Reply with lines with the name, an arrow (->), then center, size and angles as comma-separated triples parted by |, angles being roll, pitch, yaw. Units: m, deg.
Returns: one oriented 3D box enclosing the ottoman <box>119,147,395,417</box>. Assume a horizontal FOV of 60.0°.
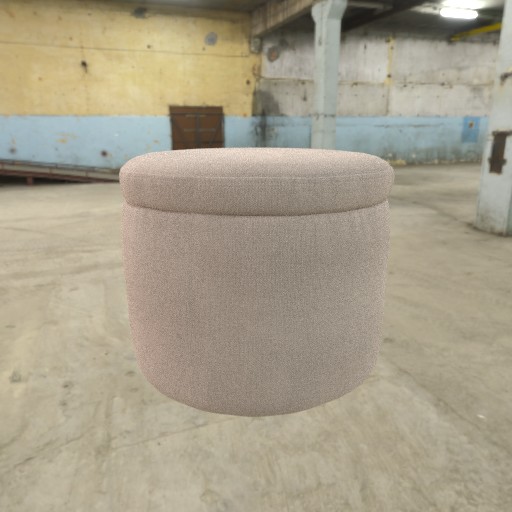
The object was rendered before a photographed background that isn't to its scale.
ottoman -> 0.000, 0.000, 0.869 | 0.497, 0.409, 0.497 | 0, 15, 0
